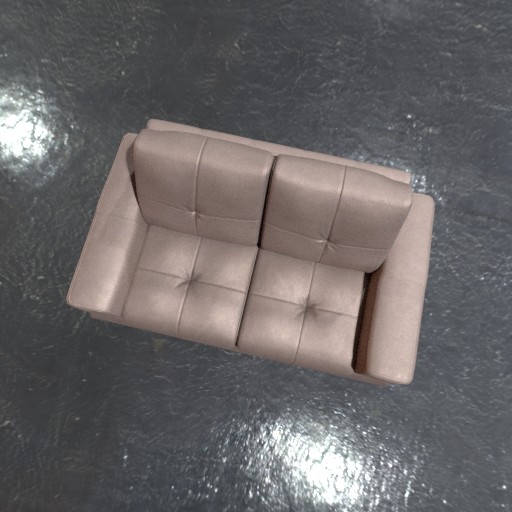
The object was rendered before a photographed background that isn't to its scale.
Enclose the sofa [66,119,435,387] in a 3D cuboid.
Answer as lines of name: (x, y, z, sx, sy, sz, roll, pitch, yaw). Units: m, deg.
sofa: (0.000, 0.000, 2.393, 1.806, 0.907, 1.018, 13, 76, 3)
